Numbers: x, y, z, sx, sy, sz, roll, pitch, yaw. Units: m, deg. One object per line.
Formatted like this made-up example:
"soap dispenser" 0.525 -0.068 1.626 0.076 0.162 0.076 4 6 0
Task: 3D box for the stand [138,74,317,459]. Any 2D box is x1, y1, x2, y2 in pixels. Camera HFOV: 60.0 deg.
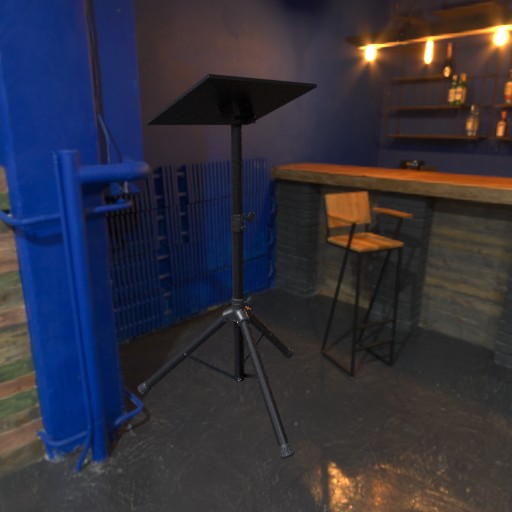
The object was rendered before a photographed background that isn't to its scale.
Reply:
"stand" 0.000 0.000 1.641 0.702 1.198 0.702 -15 22 -40
